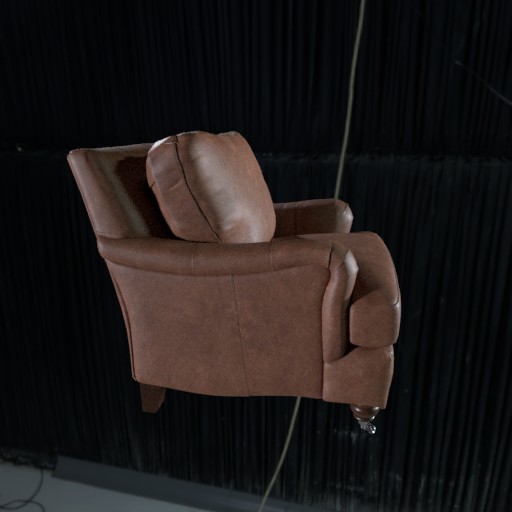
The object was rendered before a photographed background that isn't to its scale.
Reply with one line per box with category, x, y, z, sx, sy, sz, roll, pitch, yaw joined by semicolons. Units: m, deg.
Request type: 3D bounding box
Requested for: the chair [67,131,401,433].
chair;0.000;0.000;1.934;1.158;1.055;0.986;3;17;10
